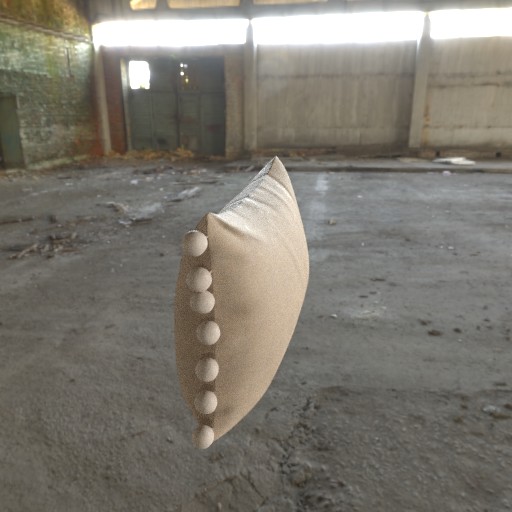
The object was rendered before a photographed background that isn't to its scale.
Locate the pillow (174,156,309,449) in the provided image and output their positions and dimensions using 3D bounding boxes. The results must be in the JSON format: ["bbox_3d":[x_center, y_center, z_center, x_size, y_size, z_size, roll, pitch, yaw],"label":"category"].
[{"bbox_3d":[0.000,0.000,0.841,0.201,0.322,0.709,3,17,9],"label":"pillow"}]
